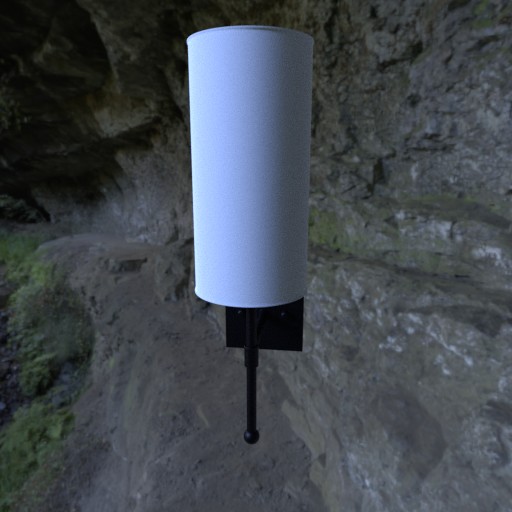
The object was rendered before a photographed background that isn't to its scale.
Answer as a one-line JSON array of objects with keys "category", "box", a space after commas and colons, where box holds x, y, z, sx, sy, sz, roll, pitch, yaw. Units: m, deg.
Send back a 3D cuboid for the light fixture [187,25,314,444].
[{"category": "light fixture", "box": [0.000, 0.000, 0.540, 0.128, 0.462, 0.208, 2, 13, 8]}]
